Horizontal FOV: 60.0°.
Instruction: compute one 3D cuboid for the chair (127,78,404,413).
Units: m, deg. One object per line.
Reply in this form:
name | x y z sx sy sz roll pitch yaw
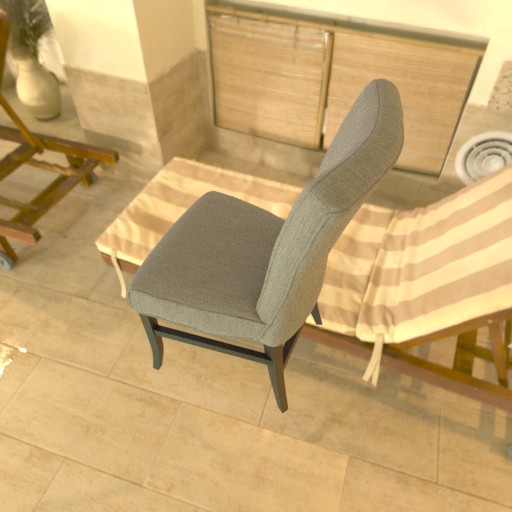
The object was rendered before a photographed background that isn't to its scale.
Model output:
chair | 0.000 0.000 1.344 0.660 0.991 0.520 18 49 16
